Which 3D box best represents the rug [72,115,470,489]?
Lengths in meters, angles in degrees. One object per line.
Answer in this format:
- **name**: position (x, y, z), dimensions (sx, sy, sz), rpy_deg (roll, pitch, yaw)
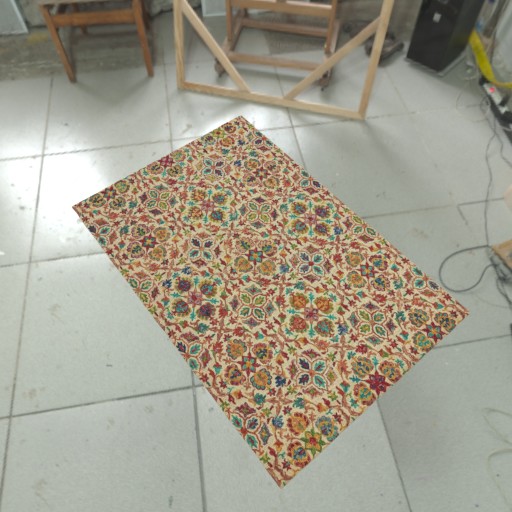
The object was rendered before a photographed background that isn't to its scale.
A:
- **rug**: position (0.000, 0.000, 2.350), dimensions (1.226, 0.013, 1.838), rpy_deg (-34, 64, -19)
